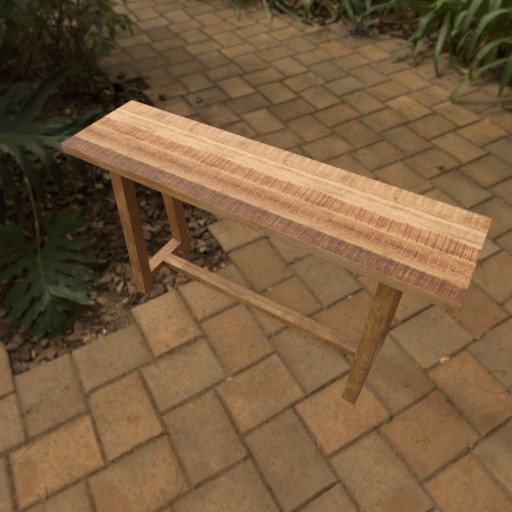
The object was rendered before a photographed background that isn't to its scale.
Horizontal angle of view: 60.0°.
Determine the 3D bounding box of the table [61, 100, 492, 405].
[{"bbox_3d":[0.000,0.000,1.864,1.524,0.810,0.405,24,51,21],"label":"table"}]
